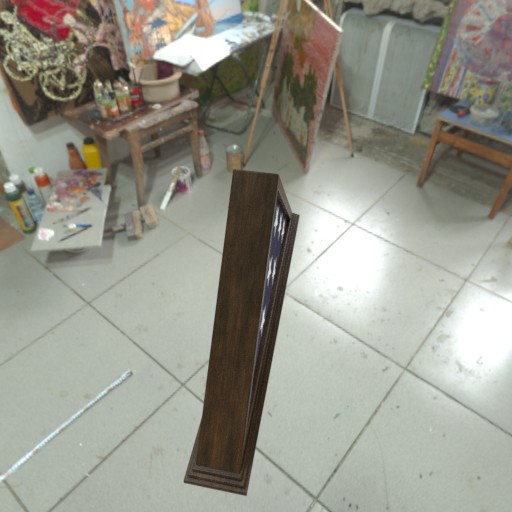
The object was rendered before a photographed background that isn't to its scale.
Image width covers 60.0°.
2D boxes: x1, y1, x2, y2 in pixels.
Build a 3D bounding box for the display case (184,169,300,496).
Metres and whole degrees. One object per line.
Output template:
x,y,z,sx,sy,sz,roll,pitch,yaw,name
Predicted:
0.000,0.000,0.751,0.095,0.340,0.640,8,46,8,display case
